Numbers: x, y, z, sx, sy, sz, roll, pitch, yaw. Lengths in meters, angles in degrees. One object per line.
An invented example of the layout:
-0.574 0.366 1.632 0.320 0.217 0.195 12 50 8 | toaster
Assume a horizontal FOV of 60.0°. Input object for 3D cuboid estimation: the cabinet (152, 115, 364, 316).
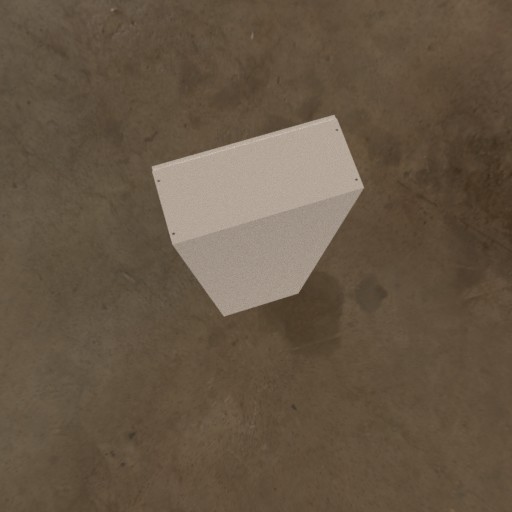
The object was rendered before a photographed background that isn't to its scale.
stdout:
0.000 0.000 1.998 0.500 1.790 0.230 -17 77 -4 | cabinet
